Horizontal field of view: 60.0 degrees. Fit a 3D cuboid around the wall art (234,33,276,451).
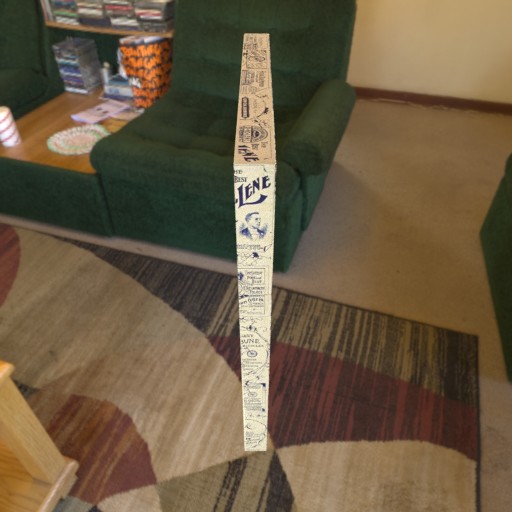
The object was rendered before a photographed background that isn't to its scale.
[{"bbox_3d":[0.000,0.000,0.767,0.040,0.601,0.408,0,42,0],"label":"wall art"}]
